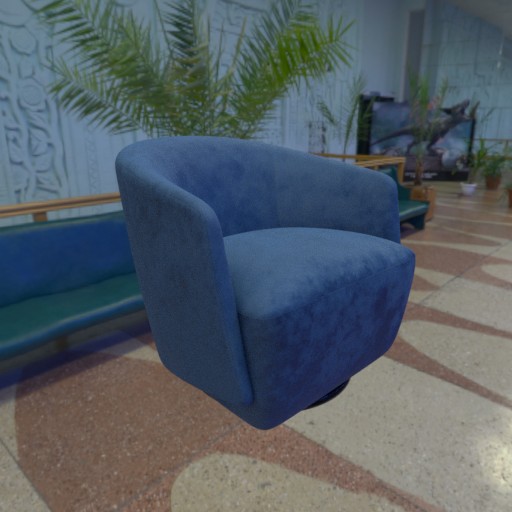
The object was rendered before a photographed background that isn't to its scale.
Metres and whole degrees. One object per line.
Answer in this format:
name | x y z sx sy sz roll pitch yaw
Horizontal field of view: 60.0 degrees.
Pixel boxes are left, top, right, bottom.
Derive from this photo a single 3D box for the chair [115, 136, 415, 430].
chair | 0.000 0.000 1.357 0.773 0.698 0.767 -16 23 -42
